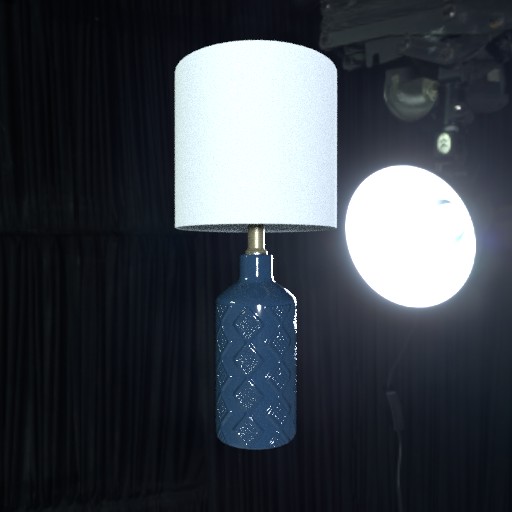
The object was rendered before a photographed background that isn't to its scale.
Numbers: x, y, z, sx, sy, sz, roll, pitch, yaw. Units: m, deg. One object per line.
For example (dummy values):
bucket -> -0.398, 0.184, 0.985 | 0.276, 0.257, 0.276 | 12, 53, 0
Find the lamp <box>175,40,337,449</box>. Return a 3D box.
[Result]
lamp -> 0.000, 0.000, 0.576 | 0.207, 0.461, 0.207 | 0, 1, -21
